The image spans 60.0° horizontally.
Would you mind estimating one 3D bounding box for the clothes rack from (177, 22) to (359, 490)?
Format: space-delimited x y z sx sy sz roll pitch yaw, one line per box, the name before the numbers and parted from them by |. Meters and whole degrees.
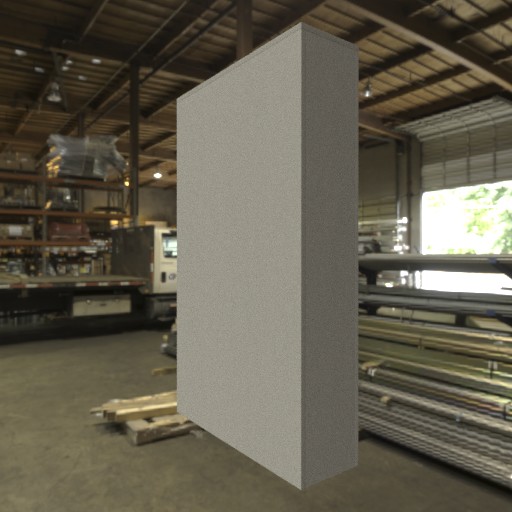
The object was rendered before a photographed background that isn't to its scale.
clothes rack | 0.000 0.000 1.587 0.250 1.280 0.750 0 0 -37
